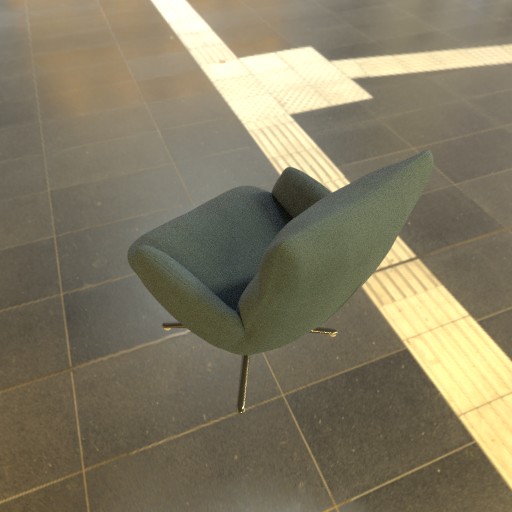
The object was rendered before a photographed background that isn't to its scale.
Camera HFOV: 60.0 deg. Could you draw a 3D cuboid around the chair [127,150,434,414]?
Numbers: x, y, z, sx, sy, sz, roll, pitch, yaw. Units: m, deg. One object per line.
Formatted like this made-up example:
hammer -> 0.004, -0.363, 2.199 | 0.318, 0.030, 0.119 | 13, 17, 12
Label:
chair -> 0.000, 0.000, 1.570 | 0.711, 1.016, 0.889 | -32, 54, -27
